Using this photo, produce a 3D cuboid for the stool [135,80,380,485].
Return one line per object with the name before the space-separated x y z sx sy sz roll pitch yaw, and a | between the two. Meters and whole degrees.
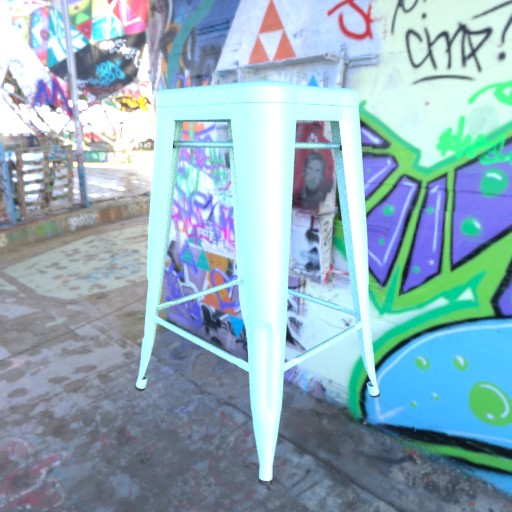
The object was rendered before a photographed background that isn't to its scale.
stool | 0.000 0.000 0.866 0.399 0.609 0.359 15 22 42
